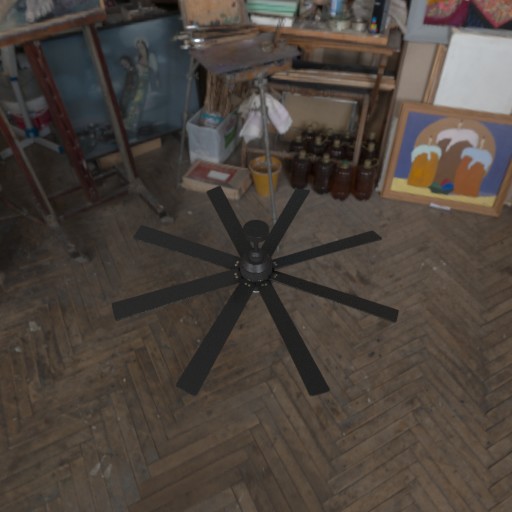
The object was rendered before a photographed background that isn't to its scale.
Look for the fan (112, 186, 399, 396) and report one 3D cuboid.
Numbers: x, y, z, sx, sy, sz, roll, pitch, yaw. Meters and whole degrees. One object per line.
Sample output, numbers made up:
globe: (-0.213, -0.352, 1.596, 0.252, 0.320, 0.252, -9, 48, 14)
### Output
fan: (0.000, 0.000, 2.777, 1.830, 0.472, 1.830, -16, 49, -15)
